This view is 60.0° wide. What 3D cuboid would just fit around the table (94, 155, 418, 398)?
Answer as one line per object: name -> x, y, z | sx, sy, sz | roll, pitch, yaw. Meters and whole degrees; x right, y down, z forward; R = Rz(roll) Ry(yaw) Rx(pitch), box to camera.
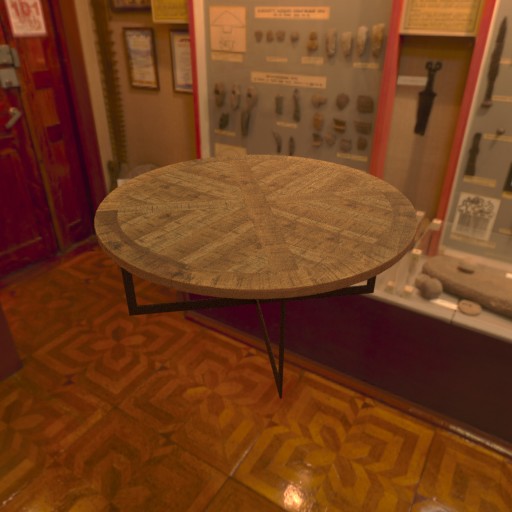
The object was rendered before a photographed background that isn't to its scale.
table -> 0.000, 0.000, 1.944 | 1.264, 0.516, 1.264 | 0, 30, 0
